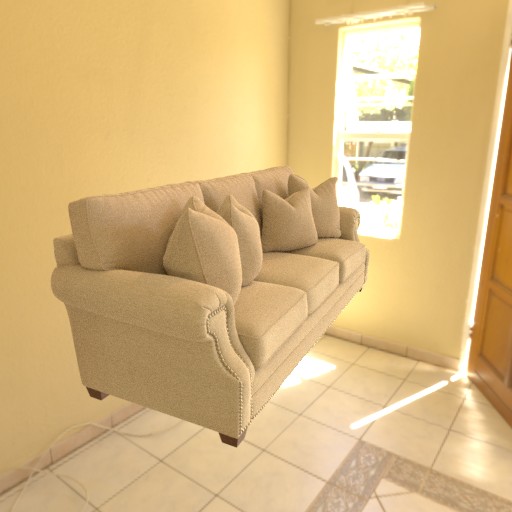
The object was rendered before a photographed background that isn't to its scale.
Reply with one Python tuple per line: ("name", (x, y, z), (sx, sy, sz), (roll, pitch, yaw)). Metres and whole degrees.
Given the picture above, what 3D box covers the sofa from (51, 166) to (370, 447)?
("sofa", (0.000, 0.000, 2.753), (0.965, 0.975, 2.312), (8, 18, 26))
